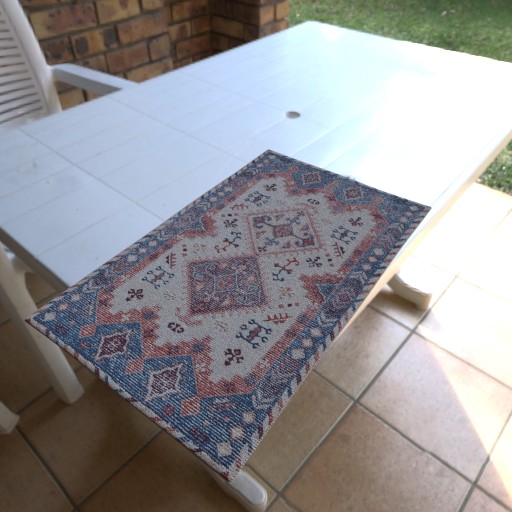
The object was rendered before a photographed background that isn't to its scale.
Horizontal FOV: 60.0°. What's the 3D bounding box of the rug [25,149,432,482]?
[{"bbox_3d":[0.000,0.000,2.955,1.521,0.023,2.464,26,48,26],"label":"rug"}]
